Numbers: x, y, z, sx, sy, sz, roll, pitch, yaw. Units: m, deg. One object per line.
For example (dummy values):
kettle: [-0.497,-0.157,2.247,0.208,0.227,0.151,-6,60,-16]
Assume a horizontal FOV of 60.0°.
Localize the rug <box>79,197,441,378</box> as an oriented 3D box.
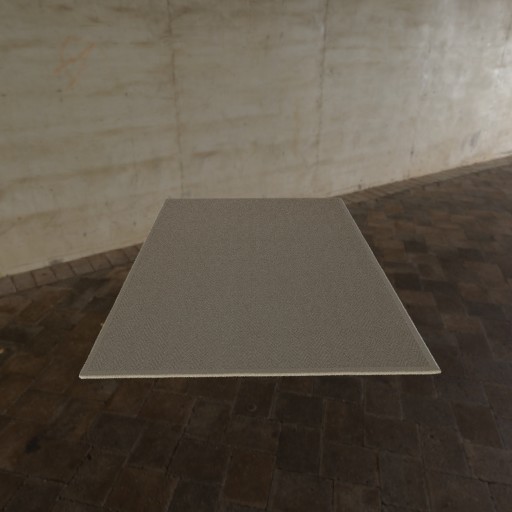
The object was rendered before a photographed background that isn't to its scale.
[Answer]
rug: [0.000,0.000,2.866,1.532,0.017,2.244,0,27,-1]
